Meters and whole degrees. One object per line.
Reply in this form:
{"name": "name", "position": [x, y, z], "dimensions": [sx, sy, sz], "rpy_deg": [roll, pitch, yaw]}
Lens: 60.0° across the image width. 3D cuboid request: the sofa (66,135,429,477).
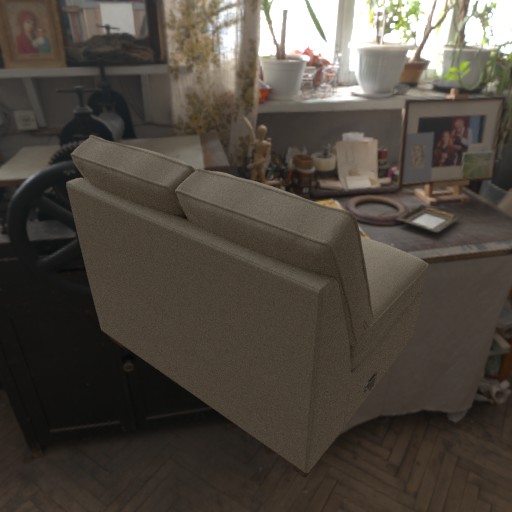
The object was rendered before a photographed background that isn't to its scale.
{"name": "sofa", "position": [0.000, 0.000, 1.940], "dimensions": [1.237, 1.008, 0.951], "rpy_deg": [22, 37, 33]}
